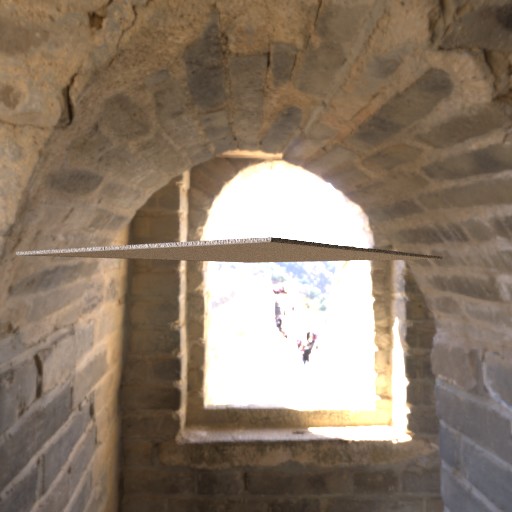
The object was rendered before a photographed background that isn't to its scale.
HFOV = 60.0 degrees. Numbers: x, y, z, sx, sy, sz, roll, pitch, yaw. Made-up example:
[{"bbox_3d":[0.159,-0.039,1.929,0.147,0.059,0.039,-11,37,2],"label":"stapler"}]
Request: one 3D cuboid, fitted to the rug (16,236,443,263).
[{"bbox_3d":[0.000,0.000,3.917,2.400,0.026,3.000,-2,-3,37],"label":"rug"}]
